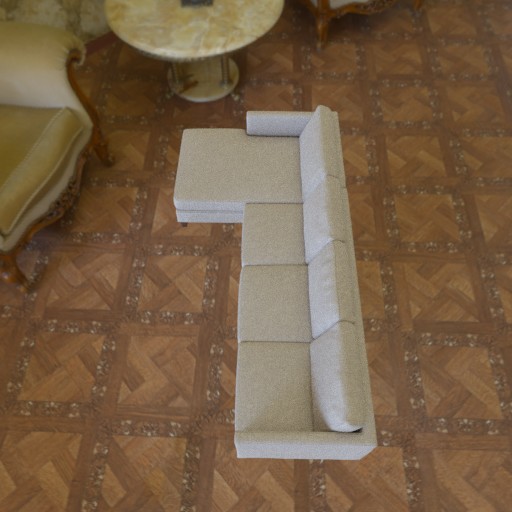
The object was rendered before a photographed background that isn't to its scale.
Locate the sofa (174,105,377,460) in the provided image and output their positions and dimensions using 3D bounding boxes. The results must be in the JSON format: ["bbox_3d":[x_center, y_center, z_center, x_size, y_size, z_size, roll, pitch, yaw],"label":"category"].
[{"bbox_3d":[0.000,0.000,3.893,1.625,0.846,3.186,1,58,1],"label":"sofa"}]
